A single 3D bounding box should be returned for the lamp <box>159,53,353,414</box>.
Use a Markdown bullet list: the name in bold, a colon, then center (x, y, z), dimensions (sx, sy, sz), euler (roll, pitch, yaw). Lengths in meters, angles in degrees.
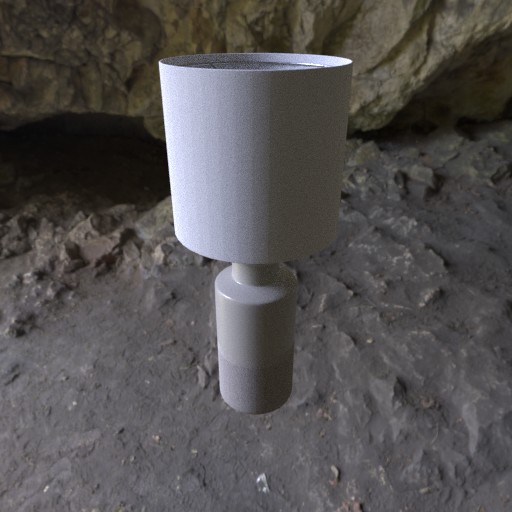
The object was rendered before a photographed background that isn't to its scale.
- **lamp**: center (0.000, 0.000, 0.608), dimensions (0.212, 0.493, 0.212), euler (-18, 33, -30)
